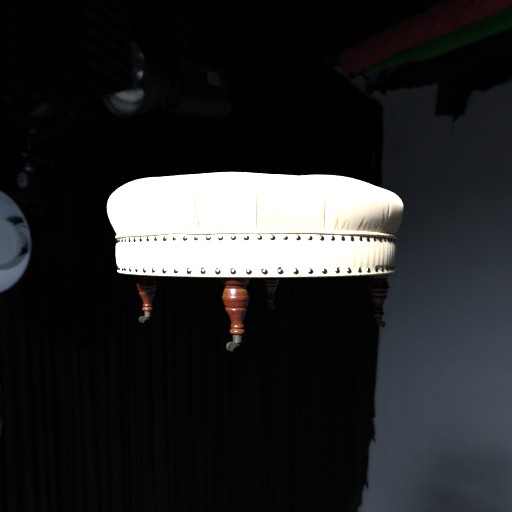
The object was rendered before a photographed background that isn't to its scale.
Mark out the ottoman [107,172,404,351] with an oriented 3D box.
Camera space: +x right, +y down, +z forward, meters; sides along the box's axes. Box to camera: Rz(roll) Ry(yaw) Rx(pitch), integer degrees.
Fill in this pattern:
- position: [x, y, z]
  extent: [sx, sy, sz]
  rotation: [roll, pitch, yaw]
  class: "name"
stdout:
- position: [0.000, 0.000, 1.415]
  extent: [0.901, 0.439, 0.901]
  rotation: [0, 0, 0]
  class: "ottoman"
